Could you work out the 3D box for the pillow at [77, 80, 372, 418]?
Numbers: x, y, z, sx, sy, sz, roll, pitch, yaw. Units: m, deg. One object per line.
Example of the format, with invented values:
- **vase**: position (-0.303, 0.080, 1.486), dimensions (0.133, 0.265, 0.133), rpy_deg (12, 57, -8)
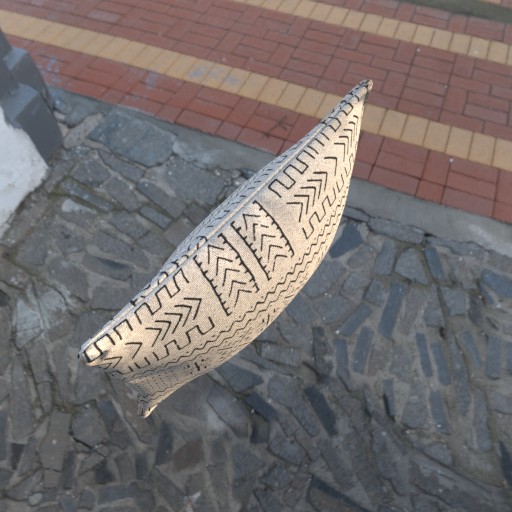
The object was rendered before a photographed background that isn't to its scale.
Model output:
- **pillow**: position (0.000, 0.000, 0.776), dimensions (0.188, 0.352, 0.637), rpy_deg (35, 66, 19)
